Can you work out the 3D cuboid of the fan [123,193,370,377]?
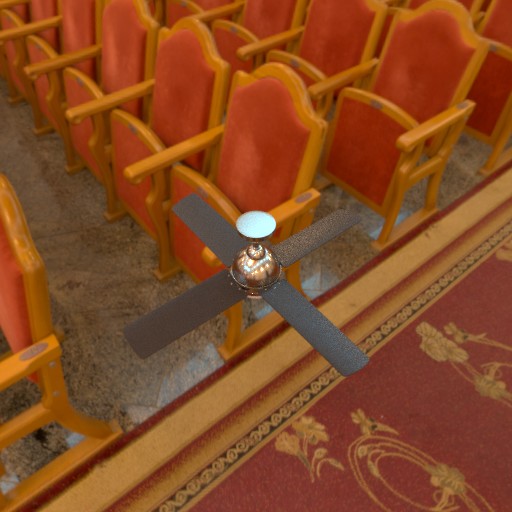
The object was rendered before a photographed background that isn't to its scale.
[{"bbox_3d":[0.000,0.000,2.041,1.332,0.403,1.332,-30,54,-25],"label":"fan"}]
